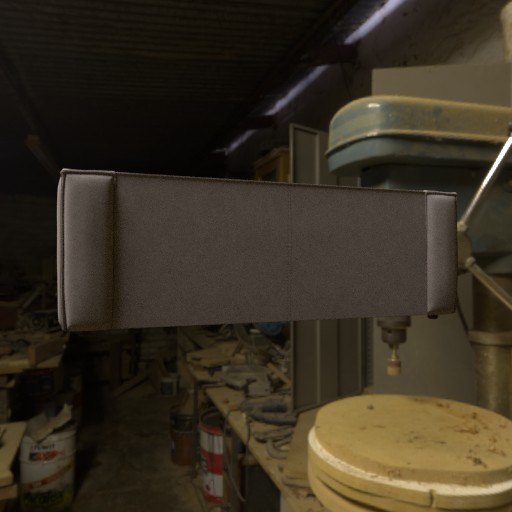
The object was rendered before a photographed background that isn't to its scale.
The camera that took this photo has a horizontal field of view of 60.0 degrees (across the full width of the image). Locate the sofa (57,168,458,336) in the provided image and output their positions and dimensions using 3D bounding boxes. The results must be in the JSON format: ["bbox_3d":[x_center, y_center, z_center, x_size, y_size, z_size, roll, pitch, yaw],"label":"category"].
[{"bbox_3d":[0.000,0.000,2.509,1.995,0.680,1.038,0,-1,-18],"label":"sofa"}]
